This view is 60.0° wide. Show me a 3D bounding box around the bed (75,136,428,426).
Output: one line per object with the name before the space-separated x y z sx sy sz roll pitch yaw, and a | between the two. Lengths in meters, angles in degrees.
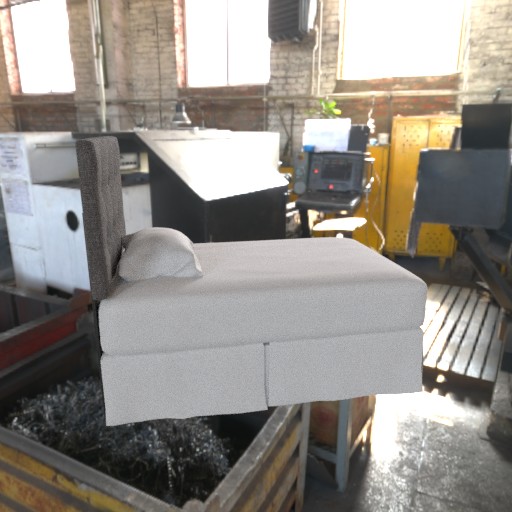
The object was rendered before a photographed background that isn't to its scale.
bed | 0.000 0.000 3.018 1.997 1.571 1.261 -3 16 -11
